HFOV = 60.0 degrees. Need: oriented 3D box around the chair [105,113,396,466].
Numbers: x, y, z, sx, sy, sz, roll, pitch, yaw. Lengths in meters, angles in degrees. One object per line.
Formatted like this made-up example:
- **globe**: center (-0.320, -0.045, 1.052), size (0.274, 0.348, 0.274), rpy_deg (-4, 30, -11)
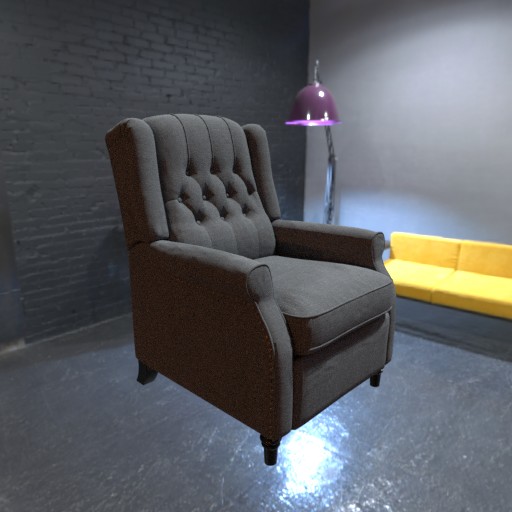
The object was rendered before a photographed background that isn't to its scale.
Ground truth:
- **chair**: center (0.000, 0.000, 1.642), size (0.898, 1.035, 0.742), rpy_deg (13, 19, 42)
